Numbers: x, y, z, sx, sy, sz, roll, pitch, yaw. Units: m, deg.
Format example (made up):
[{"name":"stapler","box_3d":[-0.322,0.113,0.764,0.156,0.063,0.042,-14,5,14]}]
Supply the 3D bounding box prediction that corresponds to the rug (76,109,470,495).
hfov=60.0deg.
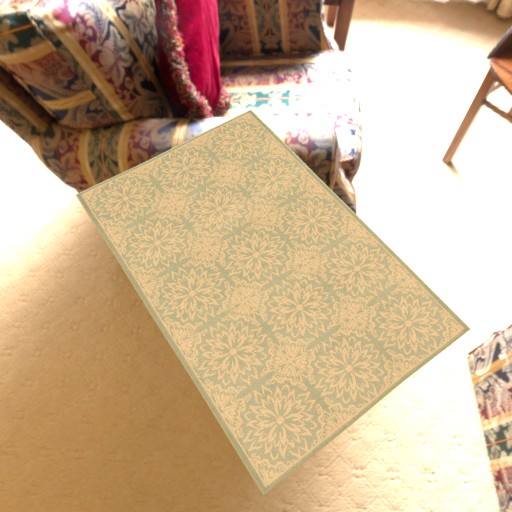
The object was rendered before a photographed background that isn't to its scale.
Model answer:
[{"name":"rug","box_3d":[0.000,0.000,3.461,1.819,0.018,2.746,-31,64,-17]}]
